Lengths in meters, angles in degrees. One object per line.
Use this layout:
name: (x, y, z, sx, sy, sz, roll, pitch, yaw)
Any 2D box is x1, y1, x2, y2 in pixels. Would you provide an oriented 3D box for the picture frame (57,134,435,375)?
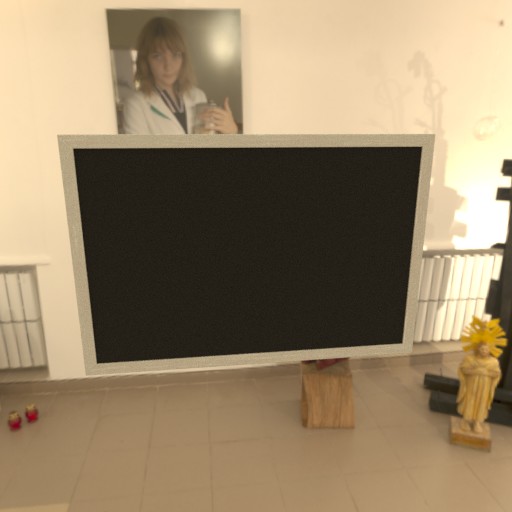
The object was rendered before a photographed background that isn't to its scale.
picture frame: (0.000, 0.000, 1.209, 0.950, 0.640, 0.029, -2, 16, -7)
